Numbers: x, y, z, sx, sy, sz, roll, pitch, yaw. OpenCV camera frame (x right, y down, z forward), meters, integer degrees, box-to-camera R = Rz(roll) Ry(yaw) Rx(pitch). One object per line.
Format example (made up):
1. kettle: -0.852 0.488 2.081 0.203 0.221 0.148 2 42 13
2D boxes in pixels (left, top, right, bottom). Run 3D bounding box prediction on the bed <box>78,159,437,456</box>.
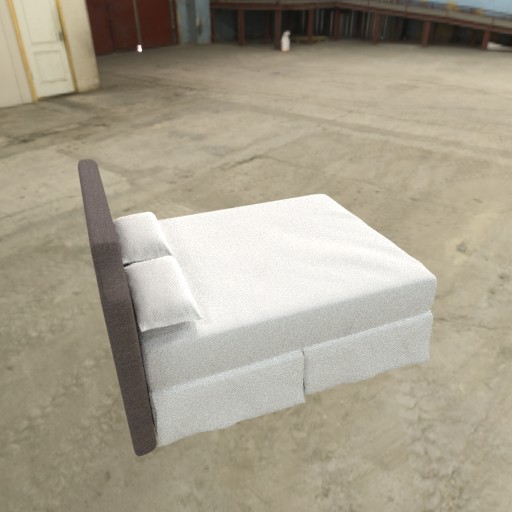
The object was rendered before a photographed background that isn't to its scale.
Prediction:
1. bed: 0.000 0.000 3.162 2.116 1.290 1.693 -12 33 -19
